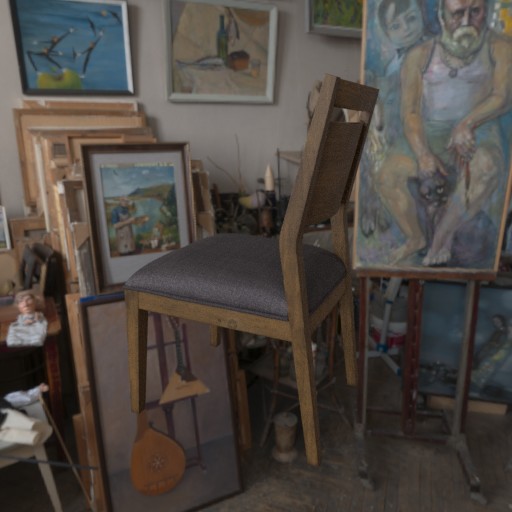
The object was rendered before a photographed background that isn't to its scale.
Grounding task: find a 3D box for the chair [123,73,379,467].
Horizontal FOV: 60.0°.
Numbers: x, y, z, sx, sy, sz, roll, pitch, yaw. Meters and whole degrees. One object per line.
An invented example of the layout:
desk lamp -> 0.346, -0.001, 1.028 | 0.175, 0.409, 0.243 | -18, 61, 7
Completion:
chair -> 0.000, 0.000, 1.300 | 0.610, 0.939, 0.501 | 8, 19, 25
